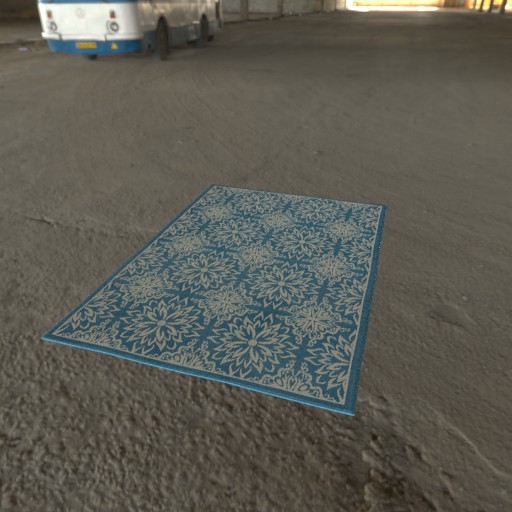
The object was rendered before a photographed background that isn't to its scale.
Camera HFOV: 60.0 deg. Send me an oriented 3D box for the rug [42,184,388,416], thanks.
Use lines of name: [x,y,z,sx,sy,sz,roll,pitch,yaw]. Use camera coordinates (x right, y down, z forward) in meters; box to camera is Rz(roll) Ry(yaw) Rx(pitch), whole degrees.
rug: [0.000,0.000,2.917,1.554,0.012,2.205,9,32,15]
